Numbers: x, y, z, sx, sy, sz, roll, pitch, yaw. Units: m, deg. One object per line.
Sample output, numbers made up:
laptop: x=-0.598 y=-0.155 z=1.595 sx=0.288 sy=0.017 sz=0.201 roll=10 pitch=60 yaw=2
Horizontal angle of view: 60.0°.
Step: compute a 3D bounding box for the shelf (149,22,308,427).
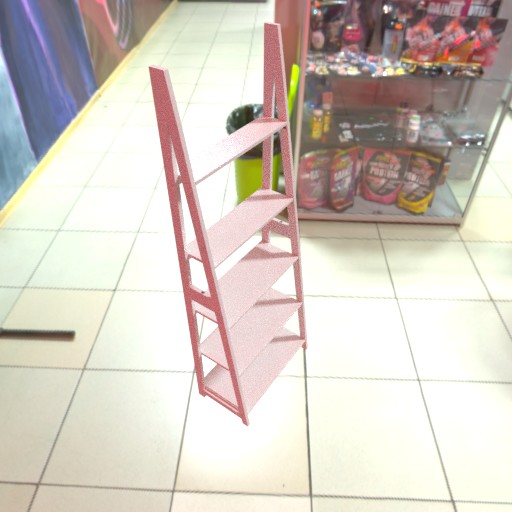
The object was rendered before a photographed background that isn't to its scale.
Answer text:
shelf: x=0.000 y=0.000 z=2.027 sx=0.341 sy=1.779 sz=0.636 roll=25 pitch=47 yaw=26
